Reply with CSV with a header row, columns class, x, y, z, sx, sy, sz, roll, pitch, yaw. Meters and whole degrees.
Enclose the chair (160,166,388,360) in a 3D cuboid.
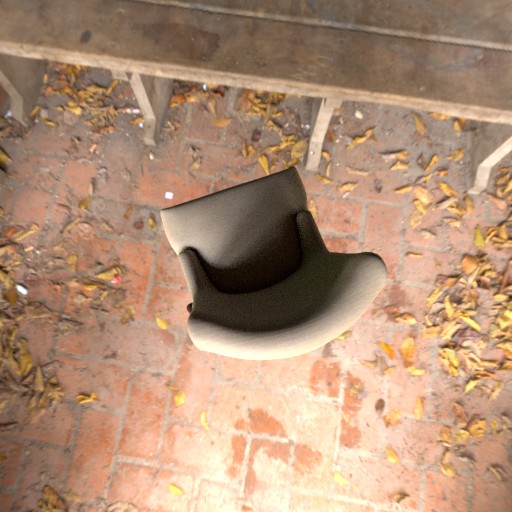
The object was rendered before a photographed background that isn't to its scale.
class,x,y,z,sx,sy,sz,roll,pitch,yaw
chair,0.000,0.000,1.482,0.645,1.010,0.696,-19,77,-5
